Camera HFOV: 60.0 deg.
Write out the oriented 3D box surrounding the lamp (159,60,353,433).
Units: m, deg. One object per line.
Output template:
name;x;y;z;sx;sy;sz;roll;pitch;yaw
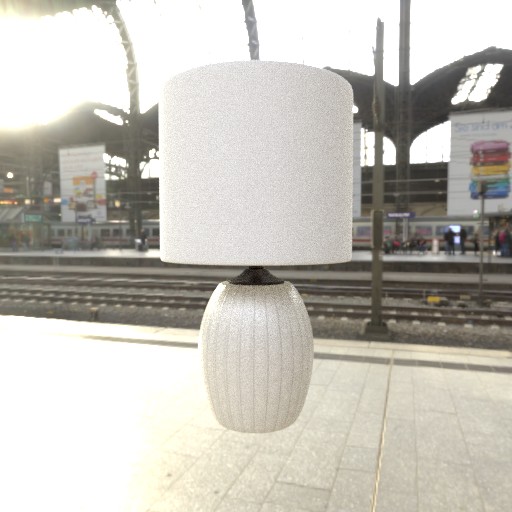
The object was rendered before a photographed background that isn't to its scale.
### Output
lamp;0.000;0.000;0.776;0.328;0.570;0.328;0;3;0
